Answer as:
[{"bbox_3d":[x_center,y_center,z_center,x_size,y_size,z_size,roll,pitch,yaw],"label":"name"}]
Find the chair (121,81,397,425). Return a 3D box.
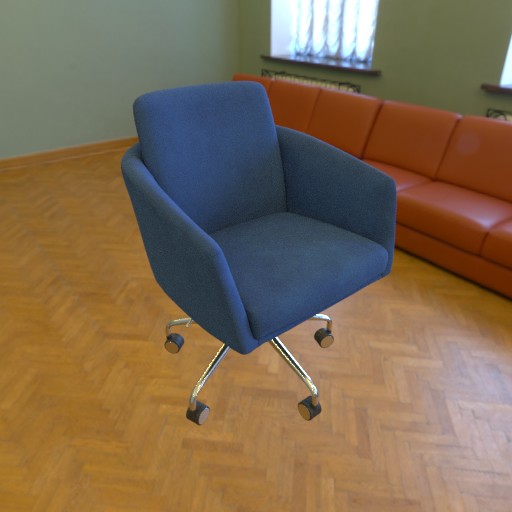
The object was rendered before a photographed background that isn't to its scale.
[{"bbox_3d":[0.000,0.000,1.336,0.641,0.908,0.635,-22,36,-33],"label":"chair"}]
